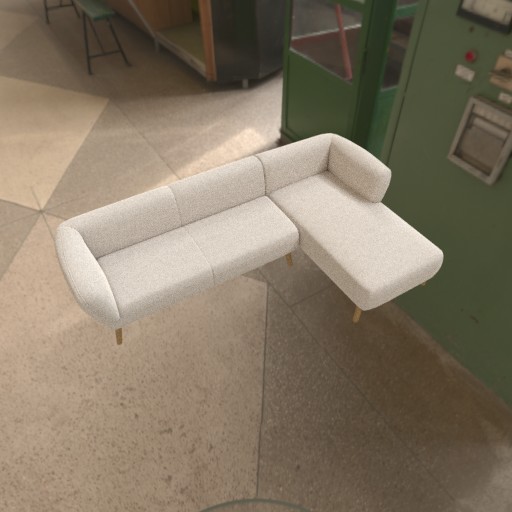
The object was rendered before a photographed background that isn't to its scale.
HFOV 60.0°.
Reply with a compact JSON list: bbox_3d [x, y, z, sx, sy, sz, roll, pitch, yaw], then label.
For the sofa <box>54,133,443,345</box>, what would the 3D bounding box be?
[{"bbox_3d":[0.000,0.000,3.449,2.660,0.730,1.610,-23,50,-21],"label":"sofa"}]
